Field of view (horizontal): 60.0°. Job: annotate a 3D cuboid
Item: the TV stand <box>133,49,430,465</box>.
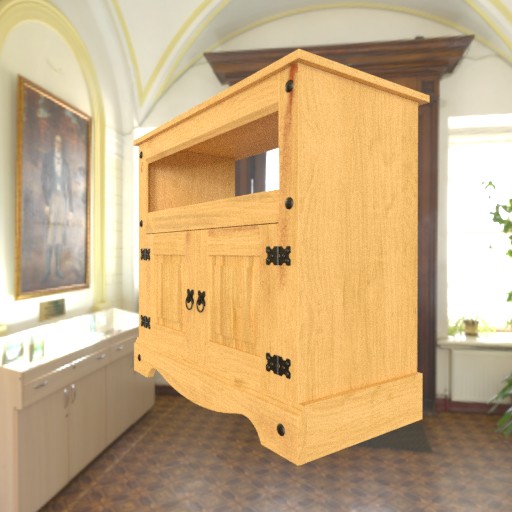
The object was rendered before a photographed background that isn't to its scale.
[{"bbox_3d":[0.000,0.000,1.303,0.430,0.787,0.851,0,1,-36],"label":"TV stand"}]
